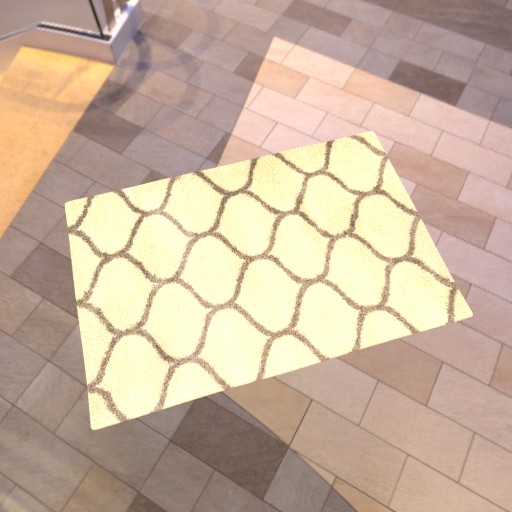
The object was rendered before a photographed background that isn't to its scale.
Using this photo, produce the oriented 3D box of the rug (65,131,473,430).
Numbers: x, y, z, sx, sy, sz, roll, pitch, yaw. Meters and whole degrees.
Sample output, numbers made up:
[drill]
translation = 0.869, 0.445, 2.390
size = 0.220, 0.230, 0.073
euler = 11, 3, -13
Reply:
[rug]
translation = 0.000, 0.000, 3.372
size = 2.701, 0.026, 1.801
euler = -15, 64, -7
